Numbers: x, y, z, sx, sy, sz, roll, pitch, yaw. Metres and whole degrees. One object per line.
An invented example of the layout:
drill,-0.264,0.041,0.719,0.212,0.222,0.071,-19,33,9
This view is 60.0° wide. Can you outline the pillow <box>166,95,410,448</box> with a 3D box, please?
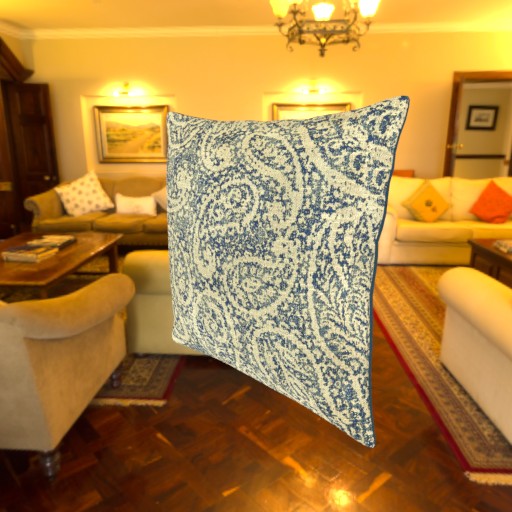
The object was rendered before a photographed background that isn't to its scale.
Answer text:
pillow,0.000,0.000,0.790,0.523,0.510,0.166,14,21,42
